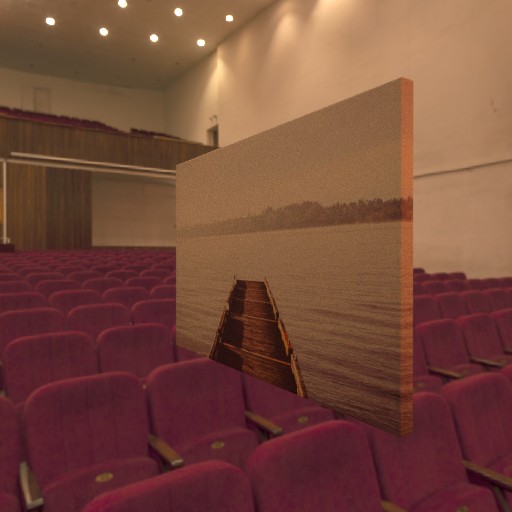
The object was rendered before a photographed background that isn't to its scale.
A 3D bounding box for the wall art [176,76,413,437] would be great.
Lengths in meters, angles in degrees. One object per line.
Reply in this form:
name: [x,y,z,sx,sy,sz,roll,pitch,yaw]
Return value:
wall art: [0.000,0.000,0.761,0.021,0.410,0.615,0,0,-34]
